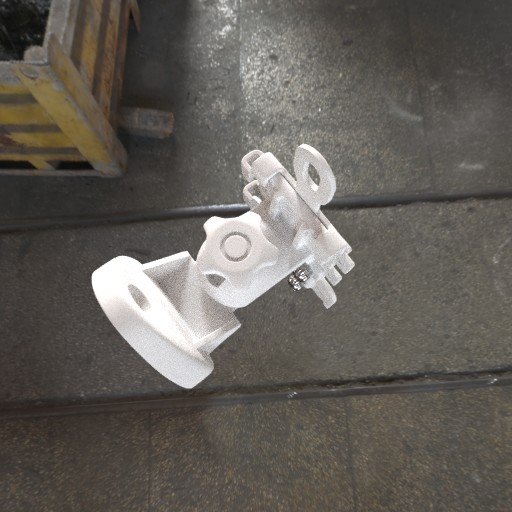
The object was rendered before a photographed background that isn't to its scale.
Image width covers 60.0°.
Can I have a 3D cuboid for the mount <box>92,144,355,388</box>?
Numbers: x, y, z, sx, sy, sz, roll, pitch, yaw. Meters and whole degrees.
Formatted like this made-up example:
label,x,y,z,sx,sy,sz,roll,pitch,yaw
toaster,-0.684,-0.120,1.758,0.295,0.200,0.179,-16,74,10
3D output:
label,x,y,z,sx,sy,sz,roll,pitch,yaw
mount,0.000,0.000,0.177,0.100,0.118,0.066,-36,78,-9
